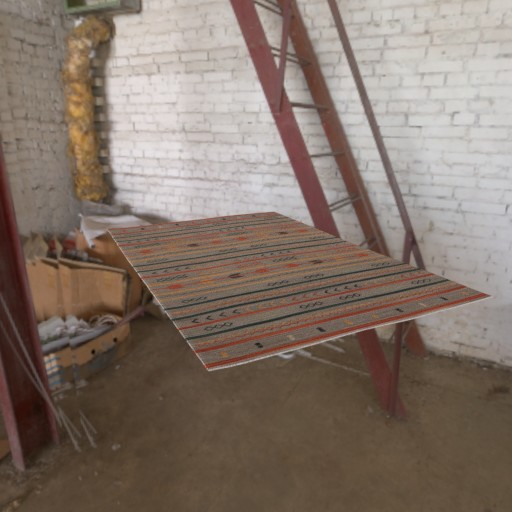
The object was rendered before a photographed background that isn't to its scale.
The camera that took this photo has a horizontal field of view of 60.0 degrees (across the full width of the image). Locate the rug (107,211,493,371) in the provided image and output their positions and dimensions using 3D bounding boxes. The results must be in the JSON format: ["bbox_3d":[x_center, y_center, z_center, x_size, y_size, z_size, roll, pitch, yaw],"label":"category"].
[{"bbox_3d":[0.000,0.000,2.304,1.220,0.017,1.835,-9,20,-25],"label":"rug"}]
